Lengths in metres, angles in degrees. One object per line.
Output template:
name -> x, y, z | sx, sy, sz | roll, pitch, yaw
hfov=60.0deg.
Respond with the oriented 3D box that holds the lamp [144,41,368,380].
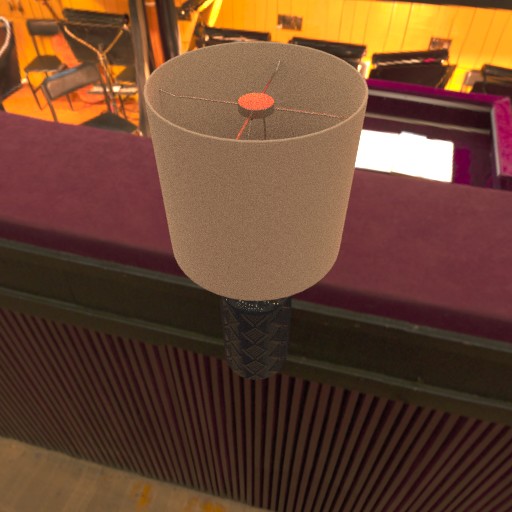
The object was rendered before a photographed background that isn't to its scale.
lamp -> 0.000, 0.000, 0.577 | 0.207, 0.461, 0.207 | 11, 47, 11
